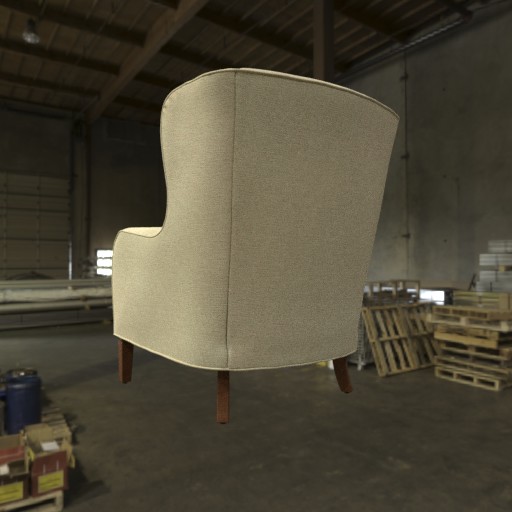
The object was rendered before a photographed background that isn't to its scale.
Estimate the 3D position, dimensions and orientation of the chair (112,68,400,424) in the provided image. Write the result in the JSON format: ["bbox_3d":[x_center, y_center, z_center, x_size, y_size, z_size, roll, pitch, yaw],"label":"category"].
[{"bbox_3d":[0.000,0.000,1.704,0.838,1.040,0.966,1,-1,-36],"label":"chair"}]
